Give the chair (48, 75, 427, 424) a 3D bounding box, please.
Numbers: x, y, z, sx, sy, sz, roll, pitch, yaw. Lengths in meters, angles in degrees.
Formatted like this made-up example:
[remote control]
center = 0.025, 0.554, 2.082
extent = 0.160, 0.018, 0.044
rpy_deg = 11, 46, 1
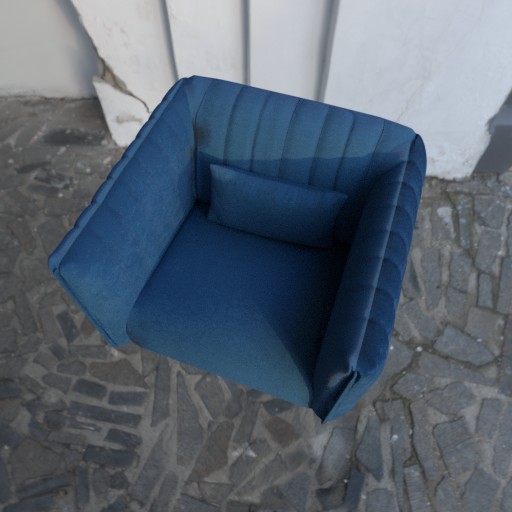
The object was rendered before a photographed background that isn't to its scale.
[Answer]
[chair]
center = 0.000, 0.000, 1.589
extent = 0.947, 0.793, 0.877
rpy_deg = 17, 61, 10
